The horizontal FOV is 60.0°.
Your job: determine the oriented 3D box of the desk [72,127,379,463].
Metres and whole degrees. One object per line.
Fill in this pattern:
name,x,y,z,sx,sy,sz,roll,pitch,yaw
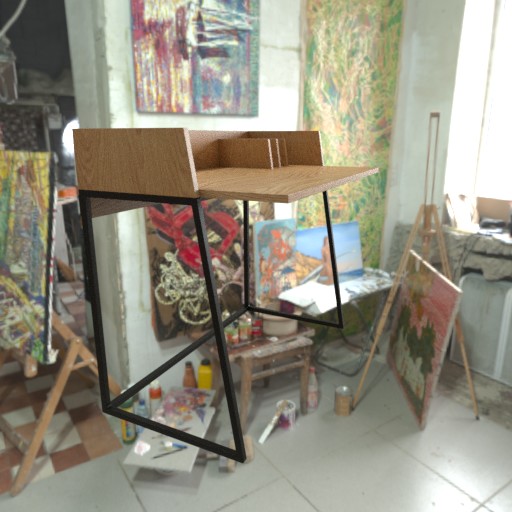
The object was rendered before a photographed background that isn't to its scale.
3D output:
desk,0.000,0.000,1.936,0.769,1.061,1.191,8,17,26
